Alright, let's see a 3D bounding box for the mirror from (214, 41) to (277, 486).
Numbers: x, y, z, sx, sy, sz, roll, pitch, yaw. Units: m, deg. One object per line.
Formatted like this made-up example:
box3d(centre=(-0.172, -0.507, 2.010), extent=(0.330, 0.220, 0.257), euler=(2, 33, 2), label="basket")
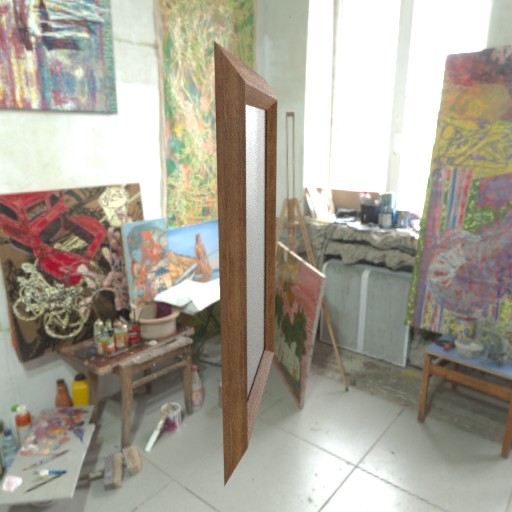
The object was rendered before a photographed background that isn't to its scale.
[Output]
box3d(centre=(0.000, 0.000, 1.267), extent=(0.047, 1.010, 0.651), euler=(3, 16, 9), label="mirror")
